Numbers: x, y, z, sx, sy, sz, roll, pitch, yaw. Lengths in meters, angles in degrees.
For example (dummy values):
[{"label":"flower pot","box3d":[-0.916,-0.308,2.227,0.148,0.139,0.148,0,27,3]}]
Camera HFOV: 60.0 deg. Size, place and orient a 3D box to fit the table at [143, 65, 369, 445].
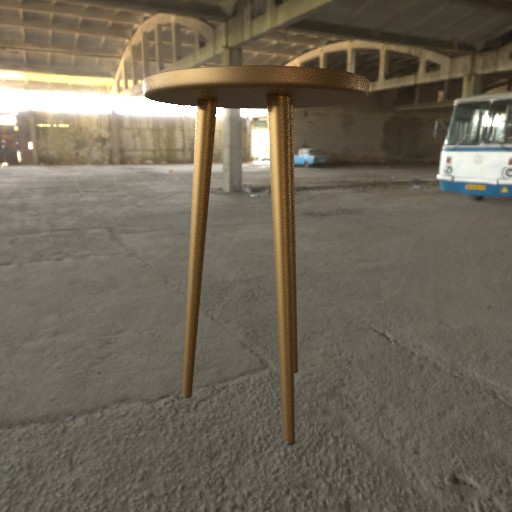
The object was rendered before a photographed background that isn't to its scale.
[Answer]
[{"label":"table","box3d":[0.000,0.000,0.660,0.299,0.480,0.299,-7,16,-26]}]
